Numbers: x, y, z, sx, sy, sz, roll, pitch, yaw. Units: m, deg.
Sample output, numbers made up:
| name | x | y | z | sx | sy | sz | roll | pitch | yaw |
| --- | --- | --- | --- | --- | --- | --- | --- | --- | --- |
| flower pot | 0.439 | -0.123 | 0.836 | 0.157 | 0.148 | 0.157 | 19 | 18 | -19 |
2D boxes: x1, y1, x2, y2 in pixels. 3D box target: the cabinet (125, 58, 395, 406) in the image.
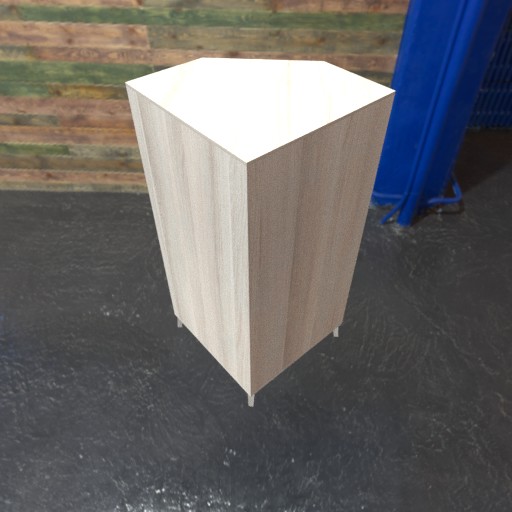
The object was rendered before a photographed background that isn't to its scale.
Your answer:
| name | x | y | z | sx | sy | sz | roll | pitch | yaw |
| --- | --- | --- | --- | --- | --- | --- | --- | --- | --- |
| cabinet | 0.000 | 0.000 | 2.670 | 1.272 | 1.957 | 0.969 | 3 | 45 | 3 |
